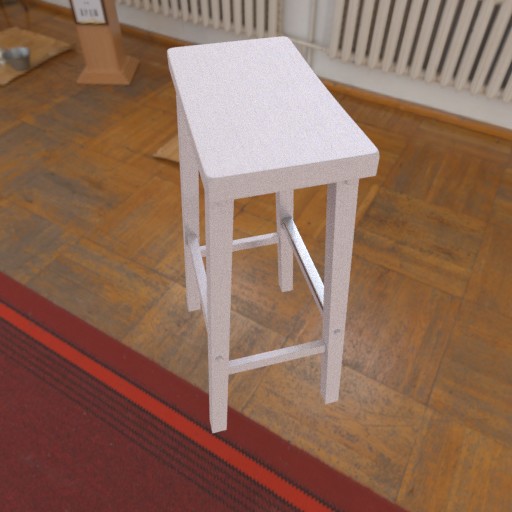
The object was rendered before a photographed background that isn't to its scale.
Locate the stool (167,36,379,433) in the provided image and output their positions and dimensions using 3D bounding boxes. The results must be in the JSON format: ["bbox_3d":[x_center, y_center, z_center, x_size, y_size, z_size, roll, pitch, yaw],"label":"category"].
[{"bbox_3d":[0.000,0.000,0.957,0.322,0.742,0.406,-11,48,-10],"label":"stool"}]
